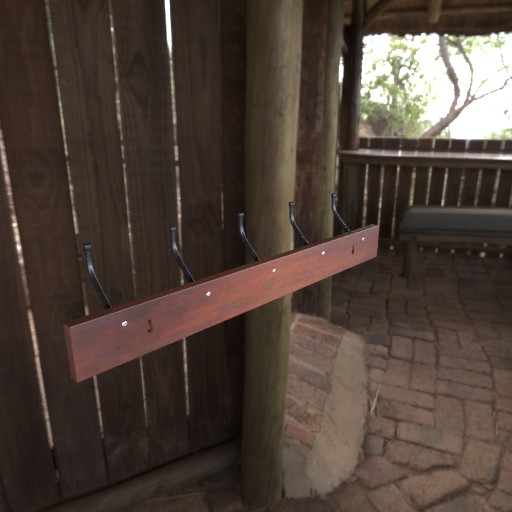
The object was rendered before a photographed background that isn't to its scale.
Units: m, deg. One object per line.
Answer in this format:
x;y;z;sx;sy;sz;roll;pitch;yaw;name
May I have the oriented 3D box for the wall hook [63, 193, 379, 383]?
0.000;0.000;0.632;0.071;0.117;0.571;16;23;42;wall hook
